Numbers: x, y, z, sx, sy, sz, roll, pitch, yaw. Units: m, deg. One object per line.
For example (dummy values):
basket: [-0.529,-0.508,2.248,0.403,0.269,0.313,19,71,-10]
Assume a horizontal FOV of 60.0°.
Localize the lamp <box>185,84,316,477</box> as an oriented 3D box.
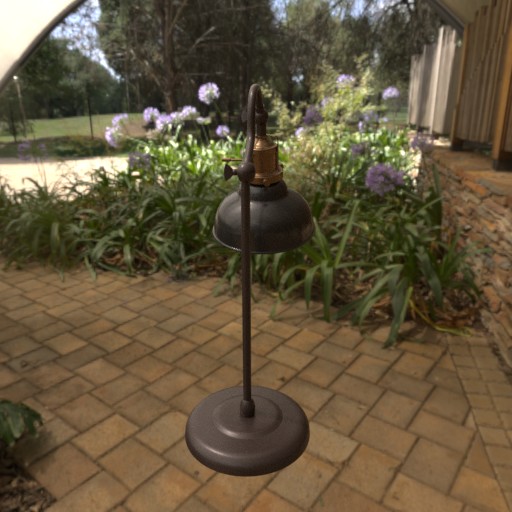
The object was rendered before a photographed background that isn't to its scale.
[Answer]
lamp: [0.000,0.000,0.700,0.192,0.508,0.374,2,17,8]
